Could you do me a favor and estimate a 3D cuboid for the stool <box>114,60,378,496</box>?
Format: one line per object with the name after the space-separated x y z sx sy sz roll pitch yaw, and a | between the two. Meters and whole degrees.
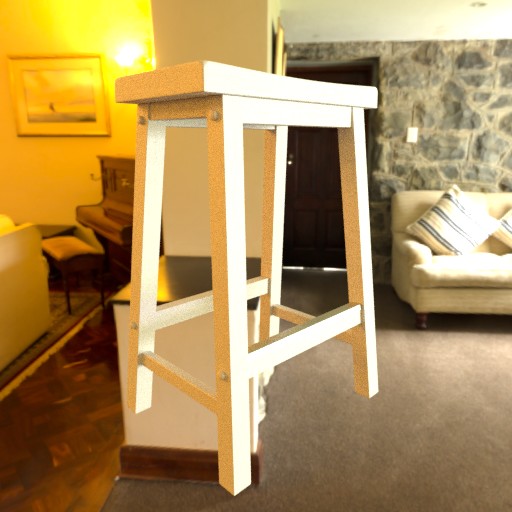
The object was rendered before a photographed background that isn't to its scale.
0.000 0.000 0.832 0.406 0.610 0.322 -14 20 -43 | stool
